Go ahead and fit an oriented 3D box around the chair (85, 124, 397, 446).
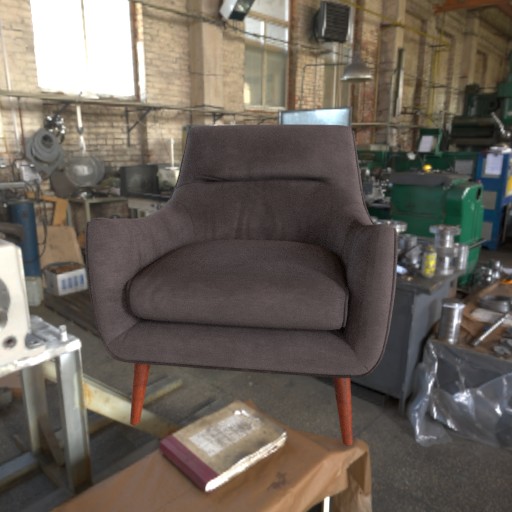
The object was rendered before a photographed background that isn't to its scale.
[{"bbox_3d":[0.000,0.000,1.422,0.762,0.838,0.787,2,14,8],"label":"chair"}]
